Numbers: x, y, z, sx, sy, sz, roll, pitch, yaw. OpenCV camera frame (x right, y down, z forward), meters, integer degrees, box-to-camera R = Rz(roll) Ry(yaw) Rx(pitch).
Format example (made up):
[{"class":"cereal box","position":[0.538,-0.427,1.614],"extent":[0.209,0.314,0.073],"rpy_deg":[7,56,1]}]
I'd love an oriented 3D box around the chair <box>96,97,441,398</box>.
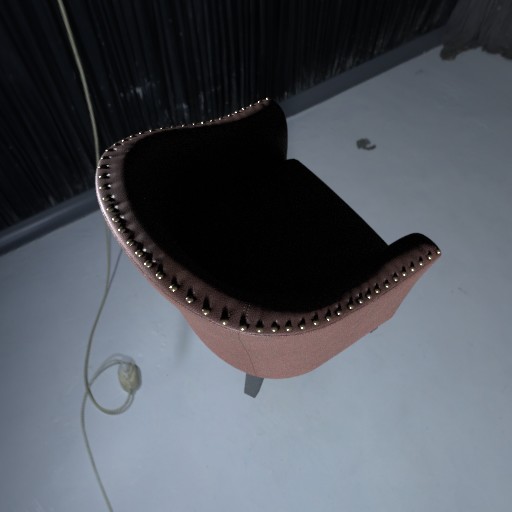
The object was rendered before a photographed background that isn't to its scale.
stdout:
[{"class":"chair","position":[0.000,0.000,1.435],"extent":[0.748,0.823,0.794],"rpy_deg":[-31,63,-18]}]
